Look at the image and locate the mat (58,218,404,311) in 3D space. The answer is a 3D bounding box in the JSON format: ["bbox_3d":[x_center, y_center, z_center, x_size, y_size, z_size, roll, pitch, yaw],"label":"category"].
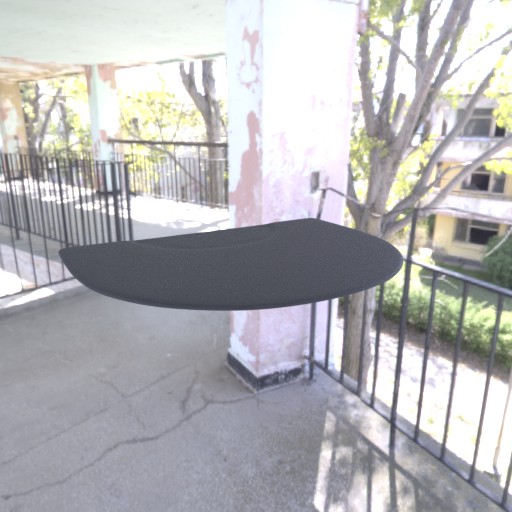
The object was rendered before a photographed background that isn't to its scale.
[{"bbox_3d":[0.000,0.000,1.600,1.220,0.016,0.917,-9,18,-29],"label":"mat"}]
